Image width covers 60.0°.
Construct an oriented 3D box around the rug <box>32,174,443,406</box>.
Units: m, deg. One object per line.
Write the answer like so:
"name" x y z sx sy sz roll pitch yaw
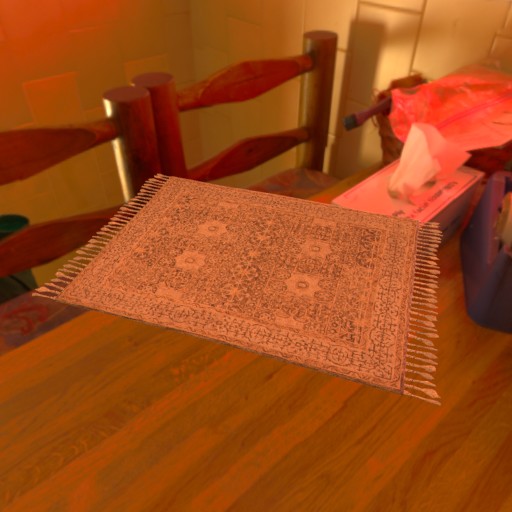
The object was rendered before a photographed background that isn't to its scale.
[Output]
"rug" 0.000 0.000 3.066 2.465 0.023 1.619 12 42 14
